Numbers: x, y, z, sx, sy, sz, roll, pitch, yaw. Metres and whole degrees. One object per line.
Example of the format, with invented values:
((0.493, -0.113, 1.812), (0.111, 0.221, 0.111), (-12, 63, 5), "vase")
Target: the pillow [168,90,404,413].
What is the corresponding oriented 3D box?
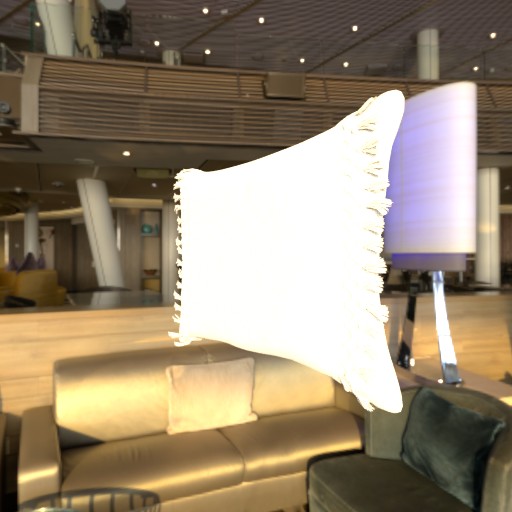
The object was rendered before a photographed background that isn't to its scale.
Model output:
((0.000, 0.000, 0.590), (0.084, 0.305, 0.466), (0, -1, -35), "pillow")
